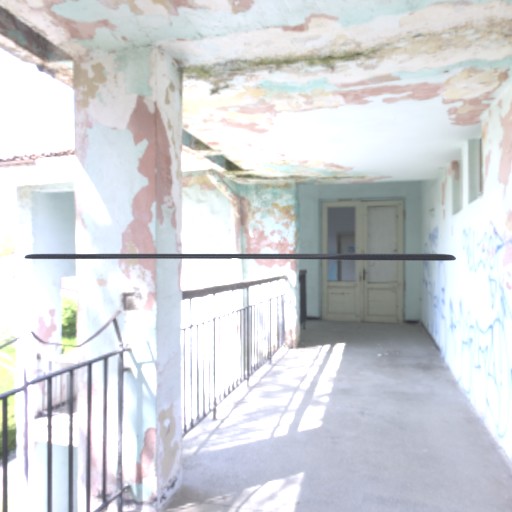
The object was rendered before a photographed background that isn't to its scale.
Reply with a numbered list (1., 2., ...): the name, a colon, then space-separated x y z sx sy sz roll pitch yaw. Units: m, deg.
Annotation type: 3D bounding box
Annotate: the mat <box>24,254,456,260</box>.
1. mat: 0.000 0.000 1.595 1.220 0.016 0.917 0 0 17
